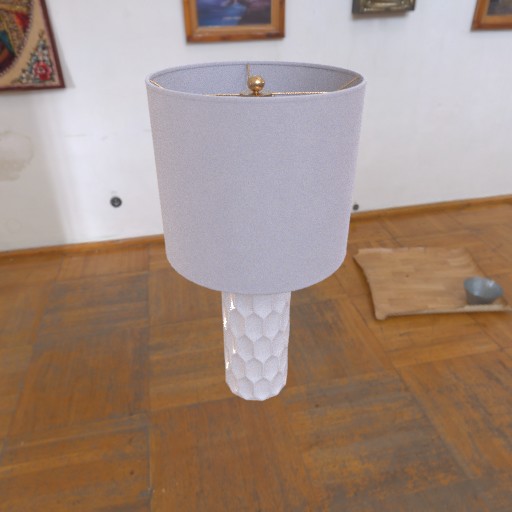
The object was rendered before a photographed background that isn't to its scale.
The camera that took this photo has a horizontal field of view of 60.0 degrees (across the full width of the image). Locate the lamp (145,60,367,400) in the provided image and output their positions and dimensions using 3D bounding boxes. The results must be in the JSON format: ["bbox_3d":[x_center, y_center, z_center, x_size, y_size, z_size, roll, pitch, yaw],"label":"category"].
[{"bbox_3d":[0.000,0.000,0.702,0.277,0.537,0.277,18,36,28],"label":"lamp"}]
